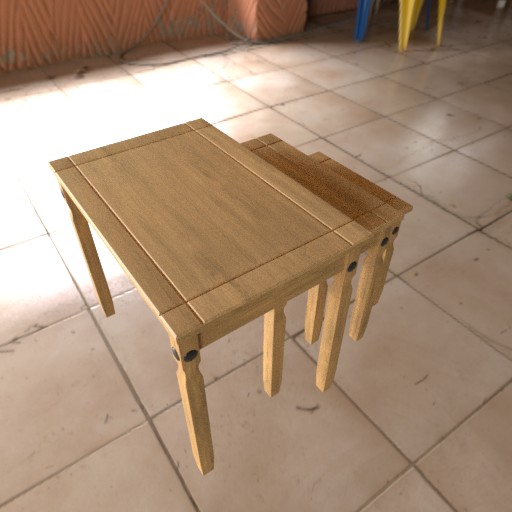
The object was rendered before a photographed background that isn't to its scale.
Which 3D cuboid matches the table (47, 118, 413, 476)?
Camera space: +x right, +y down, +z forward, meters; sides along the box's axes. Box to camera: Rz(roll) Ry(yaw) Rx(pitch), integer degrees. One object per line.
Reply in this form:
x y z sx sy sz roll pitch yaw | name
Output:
0.000 0.000 1.217 0.773 0.535 0.660 -25 47 -26 | table
